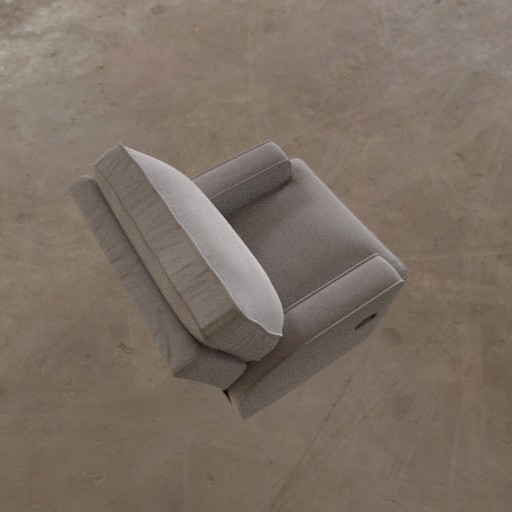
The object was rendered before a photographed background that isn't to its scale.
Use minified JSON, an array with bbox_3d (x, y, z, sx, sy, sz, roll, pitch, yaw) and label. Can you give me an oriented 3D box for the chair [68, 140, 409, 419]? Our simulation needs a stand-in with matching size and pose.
[{"bbox_3d":[0.000,0.000,1.698,0.969,0.964,0.861,-29,63,-17],"label":"chair"}]
